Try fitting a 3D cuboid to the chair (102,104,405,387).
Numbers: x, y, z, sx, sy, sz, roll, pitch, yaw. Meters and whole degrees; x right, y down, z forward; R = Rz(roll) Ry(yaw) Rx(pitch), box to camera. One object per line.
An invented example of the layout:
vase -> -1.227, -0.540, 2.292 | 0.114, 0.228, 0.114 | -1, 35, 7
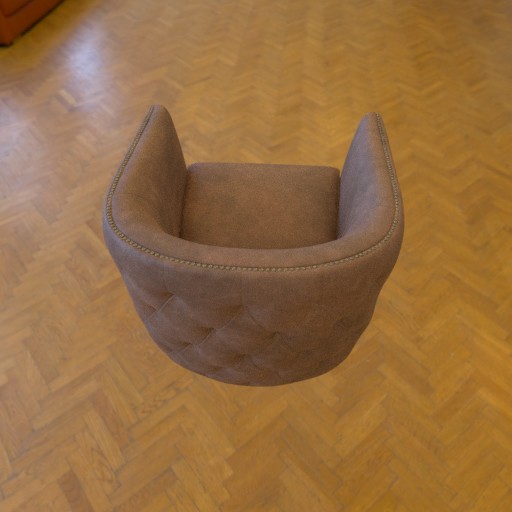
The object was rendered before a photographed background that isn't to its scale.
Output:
chair -> 0.000, 0.000, 1.511 | 0.850, 0.790, 0.870 | 3, 47, 3
